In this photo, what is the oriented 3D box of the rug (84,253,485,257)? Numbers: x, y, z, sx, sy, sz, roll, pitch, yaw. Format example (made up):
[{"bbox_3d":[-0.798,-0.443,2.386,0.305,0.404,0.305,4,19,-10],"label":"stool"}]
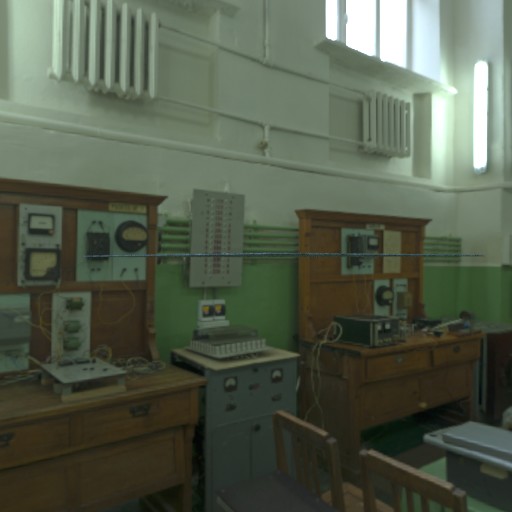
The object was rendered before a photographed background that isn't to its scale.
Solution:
[{"bbox_3d":[0.000,0.000,4.330,2.337,0.013,3.291,0,0,-37],"label":"rug"}]
